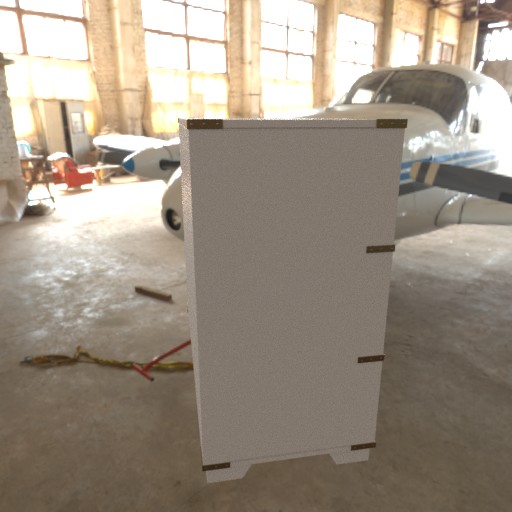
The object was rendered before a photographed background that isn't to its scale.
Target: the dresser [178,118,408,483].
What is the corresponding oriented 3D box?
[{"bbox_3d":[0.000,0.000,1.500,0.460,0.891,1.022,-3,18,-10],"label":"dresser"}]
